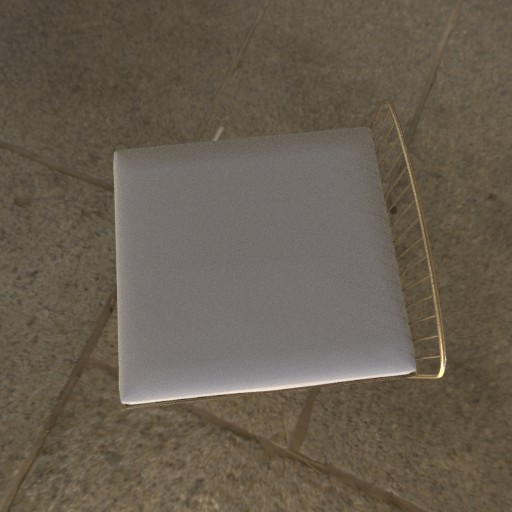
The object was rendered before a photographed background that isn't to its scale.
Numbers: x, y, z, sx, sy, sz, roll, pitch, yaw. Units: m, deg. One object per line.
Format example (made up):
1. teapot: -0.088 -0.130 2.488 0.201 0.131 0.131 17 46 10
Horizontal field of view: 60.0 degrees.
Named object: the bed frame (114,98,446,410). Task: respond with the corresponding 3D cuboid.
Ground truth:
1. bed frame: 0.000 0.000 3.346 2.152 1.174 2.016 -6 75 -2
